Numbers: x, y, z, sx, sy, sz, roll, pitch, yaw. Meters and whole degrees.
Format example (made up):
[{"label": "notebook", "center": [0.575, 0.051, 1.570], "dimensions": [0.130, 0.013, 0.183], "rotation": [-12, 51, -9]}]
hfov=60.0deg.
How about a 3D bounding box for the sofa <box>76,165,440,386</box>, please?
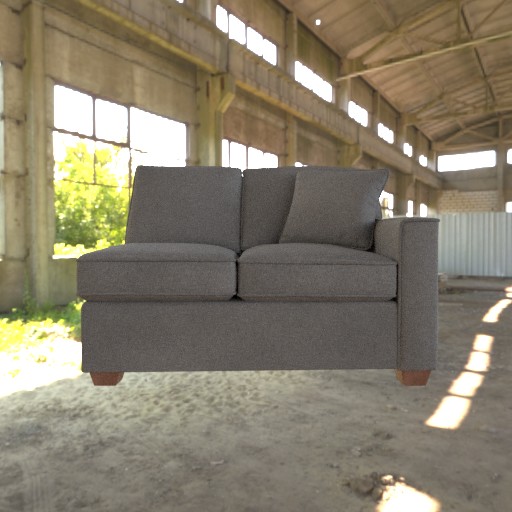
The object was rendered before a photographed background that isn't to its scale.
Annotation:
[{"label": "sofa", "center": [0.000, 0.000, 2.129], "dimensions": [1.388, 0.989, 0.991], "rotation": [0, 1, 0]}]
